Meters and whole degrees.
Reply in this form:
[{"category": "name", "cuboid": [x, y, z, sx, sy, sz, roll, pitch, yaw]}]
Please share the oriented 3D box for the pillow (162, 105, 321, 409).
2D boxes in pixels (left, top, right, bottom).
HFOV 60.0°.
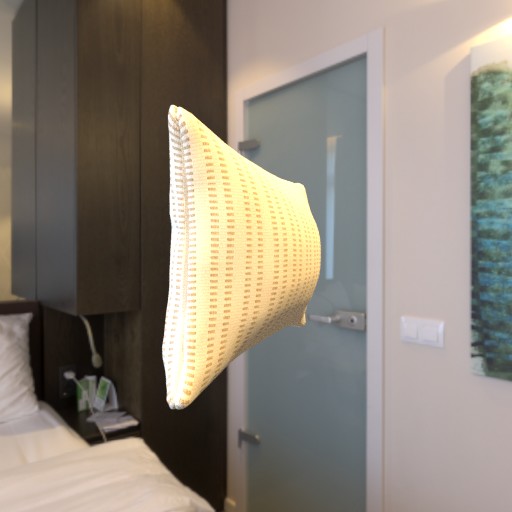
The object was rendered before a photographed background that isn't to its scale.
[{"category": "pillow", "cuboid": [0.000, 0.000, 0.807, 0.210, 0.353, 0.640, 0, 1, 19]}]
